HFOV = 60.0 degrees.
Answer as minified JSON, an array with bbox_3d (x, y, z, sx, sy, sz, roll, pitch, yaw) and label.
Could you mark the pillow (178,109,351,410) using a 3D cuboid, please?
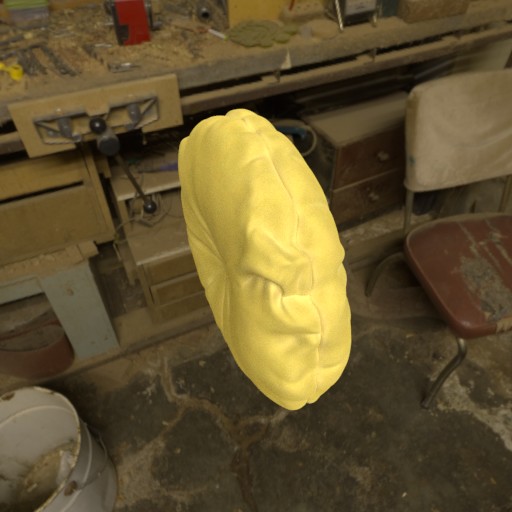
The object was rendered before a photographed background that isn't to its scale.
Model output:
[{"bbox_3d":[0.000,0.000,0.653,0.148,0.407,0.428,-17,50,-15],"label":"pillow"}]
